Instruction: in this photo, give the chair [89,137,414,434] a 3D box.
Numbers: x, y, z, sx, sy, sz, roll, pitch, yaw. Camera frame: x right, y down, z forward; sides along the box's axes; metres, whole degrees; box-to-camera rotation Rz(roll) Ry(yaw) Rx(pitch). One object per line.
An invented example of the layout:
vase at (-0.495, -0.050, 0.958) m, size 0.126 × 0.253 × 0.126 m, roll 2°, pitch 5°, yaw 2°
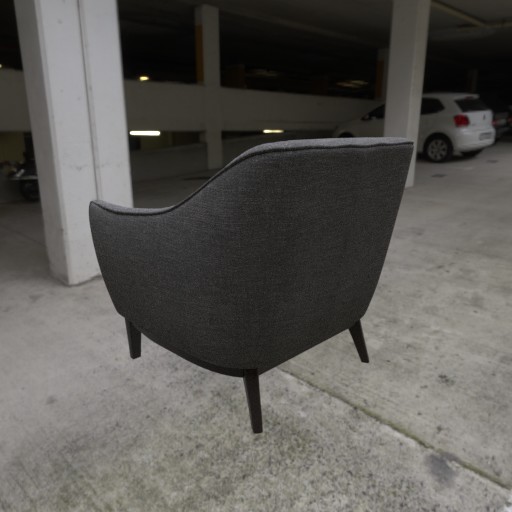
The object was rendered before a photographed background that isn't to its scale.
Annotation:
chair at (0.000, 0.000, 1.590) m, size 0.870 × 0.829 × 0.851 m, roll -15°, pitch 22°, yaw -42°
